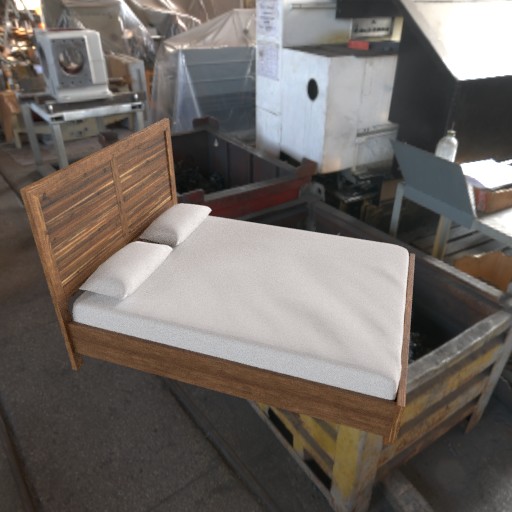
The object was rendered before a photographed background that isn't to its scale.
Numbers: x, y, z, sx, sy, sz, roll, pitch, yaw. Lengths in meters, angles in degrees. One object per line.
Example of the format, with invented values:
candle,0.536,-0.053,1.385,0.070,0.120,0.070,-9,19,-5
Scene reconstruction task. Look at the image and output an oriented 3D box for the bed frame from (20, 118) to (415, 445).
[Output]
bed frame,0.000,0.000,3.267,2.276,1.417,1.696,10,33,16
